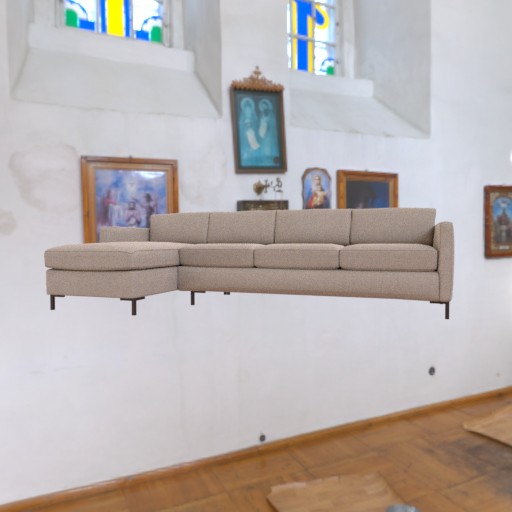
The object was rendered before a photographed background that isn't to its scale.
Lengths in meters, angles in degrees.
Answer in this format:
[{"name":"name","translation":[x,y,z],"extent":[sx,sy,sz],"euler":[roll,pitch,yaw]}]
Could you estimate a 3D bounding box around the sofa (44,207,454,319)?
[{"name":"sofa","translation":[0.000,0.000,3.533],"extent":[2.923,0.816,1.469],"euler":[1,2,20]}]
